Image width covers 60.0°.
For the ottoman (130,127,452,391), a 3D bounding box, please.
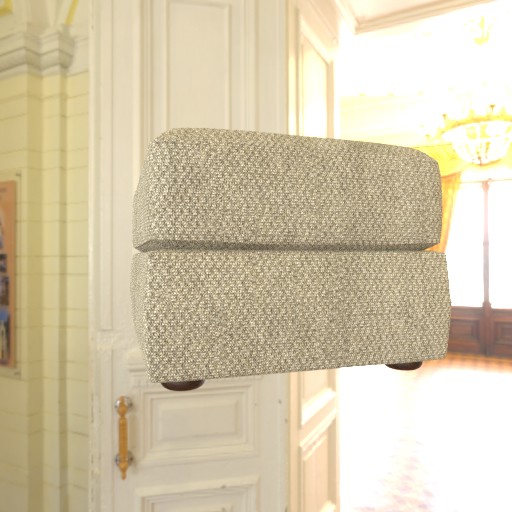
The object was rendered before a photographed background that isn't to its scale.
[{"bbox_3d":[0.000,0.000,1.138,0.603,0.476,0.751,0,0,-18],"label":"ottoman"}]
